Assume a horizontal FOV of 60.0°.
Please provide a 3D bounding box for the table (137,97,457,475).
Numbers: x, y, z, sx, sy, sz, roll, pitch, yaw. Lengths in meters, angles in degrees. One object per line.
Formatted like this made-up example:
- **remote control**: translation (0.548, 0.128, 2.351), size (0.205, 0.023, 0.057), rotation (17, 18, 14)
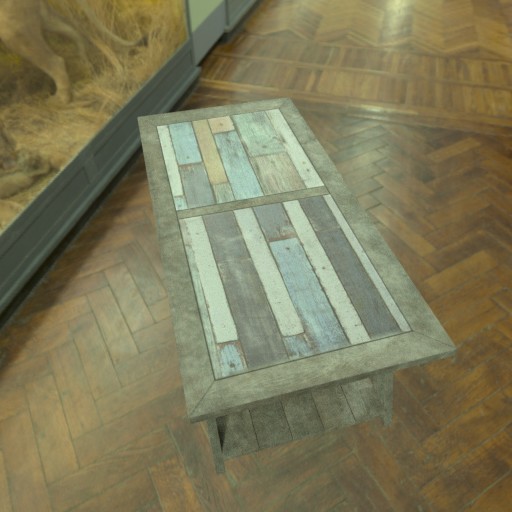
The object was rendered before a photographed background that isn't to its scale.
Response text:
- **table**: translation (0.000, 0.000, 1.516), size (0.610, 0.470, 1.219), rotation (-11, 48, -10)
